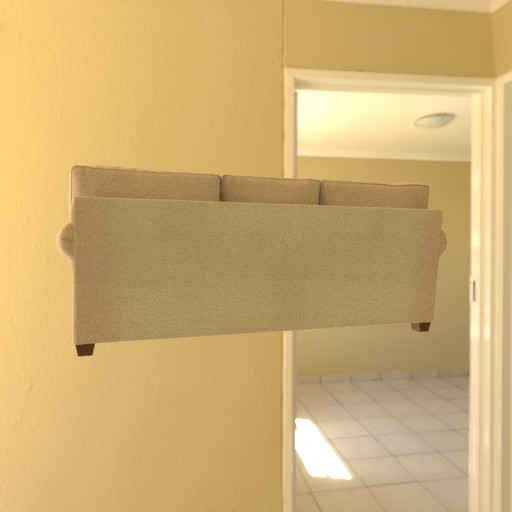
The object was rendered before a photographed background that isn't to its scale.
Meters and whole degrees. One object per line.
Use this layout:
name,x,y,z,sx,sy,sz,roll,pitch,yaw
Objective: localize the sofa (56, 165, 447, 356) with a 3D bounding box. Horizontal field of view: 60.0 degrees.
sofa,0.000,0.000,2.863,2.312,0.975,0.965,0,1,-19
